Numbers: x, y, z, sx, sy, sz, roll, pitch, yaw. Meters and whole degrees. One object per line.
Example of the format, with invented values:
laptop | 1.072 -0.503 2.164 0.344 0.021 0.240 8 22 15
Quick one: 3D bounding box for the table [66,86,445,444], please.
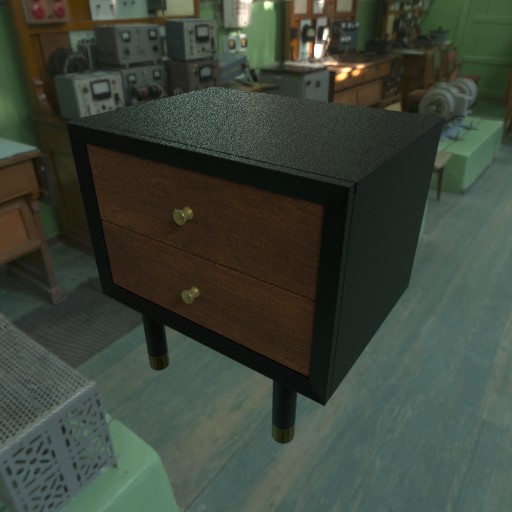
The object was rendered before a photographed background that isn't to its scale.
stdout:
table | 0.000 0.000 0.968 0.564 0.584 0.441 19 36 29
